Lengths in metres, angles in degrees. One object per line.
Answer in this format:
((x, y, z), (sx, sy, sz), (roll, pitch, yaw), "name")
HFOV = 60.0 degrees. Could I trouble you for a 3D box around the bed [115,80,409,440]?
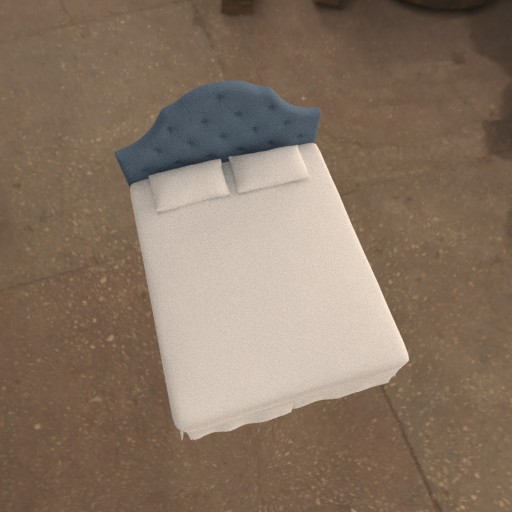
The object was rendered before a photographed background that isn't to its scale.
((0.000, 0.000, 3.820), (2.039, 1.617, 2.477), (-14, 65, -7), "bed")
